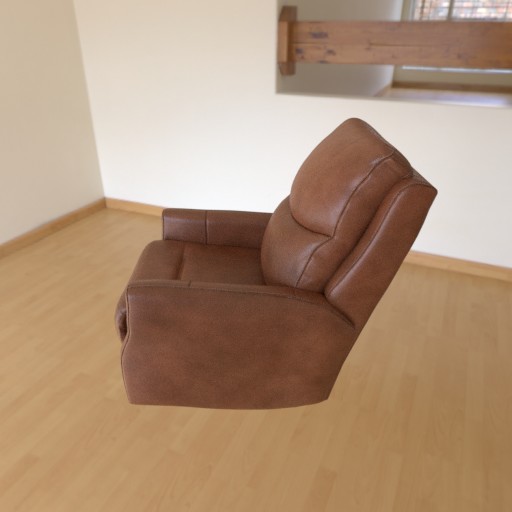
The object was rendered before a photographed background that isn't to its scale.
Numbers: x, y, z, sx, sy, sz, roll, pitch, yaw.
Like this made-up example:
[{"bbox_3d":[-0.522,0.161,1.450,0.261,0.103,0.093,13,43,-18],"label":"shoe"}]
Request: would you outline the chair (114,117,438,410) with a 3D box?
[{"bbox_3d":[0.000,0.000,1.792,1.072,1.016,0.821,0,28,0],"label":"chair"}]
